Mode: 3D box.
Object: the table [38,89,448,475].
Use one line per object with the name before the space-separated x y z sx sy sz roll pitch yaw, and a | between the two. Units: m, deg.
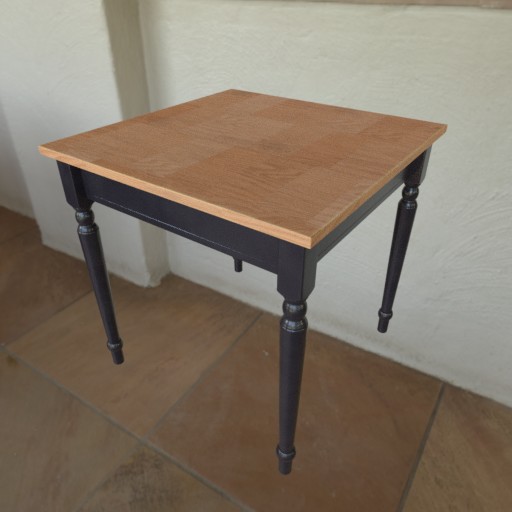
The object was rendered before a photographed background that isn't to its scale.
table | 0.000 0.000 1.330 0.747 0.738 0.747 21 38 29
